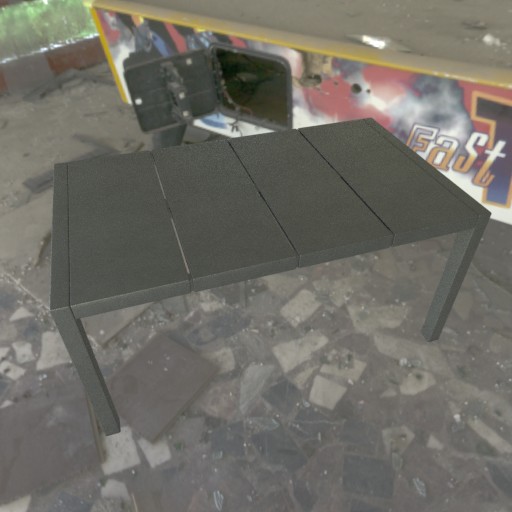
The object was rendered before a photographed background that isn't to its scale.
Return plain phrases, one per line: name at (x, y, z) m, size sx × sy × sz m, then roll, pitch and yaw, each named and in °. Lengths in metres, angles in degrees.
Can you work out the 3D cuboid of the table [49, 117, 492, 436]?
table at (0.000, 0.000, 1.257) m, size 0.965 × 0.460 × 0.559 m, roll -12°, pitch 42°, yaw -14°
